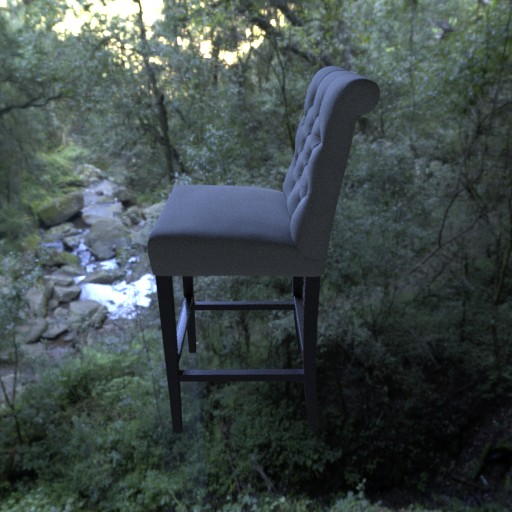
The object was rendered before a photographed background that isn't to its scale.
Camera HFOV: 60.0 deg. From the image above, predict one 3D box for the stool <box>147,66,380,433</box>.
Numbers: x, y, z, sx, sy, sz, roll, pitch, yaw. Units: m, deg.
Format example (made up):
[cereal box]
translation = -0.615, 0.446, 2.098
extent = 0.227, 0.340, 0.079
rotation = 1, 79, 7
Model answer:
[stool]
translation = 0.000, 0.000, 1.473
extent = 0.601, 1.140, 0.493
rotation = 0, 27, 0
